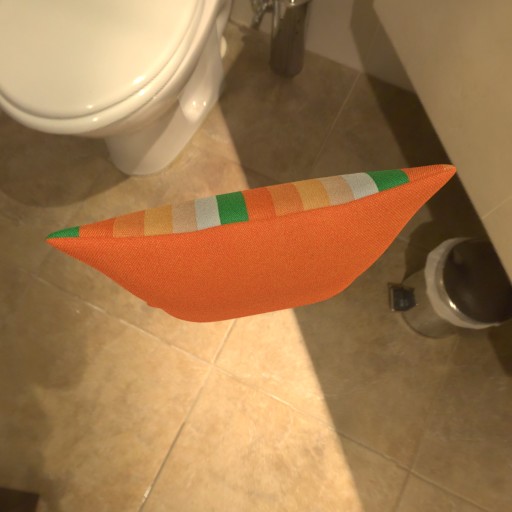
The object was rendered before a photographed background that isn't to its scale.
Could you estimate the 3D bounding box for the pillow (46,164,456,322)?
[{"bbox_3d":[0.000,0.000,0.691,0.453,0.444,0.169,-10,75,-3],"label":"pillow"}]
